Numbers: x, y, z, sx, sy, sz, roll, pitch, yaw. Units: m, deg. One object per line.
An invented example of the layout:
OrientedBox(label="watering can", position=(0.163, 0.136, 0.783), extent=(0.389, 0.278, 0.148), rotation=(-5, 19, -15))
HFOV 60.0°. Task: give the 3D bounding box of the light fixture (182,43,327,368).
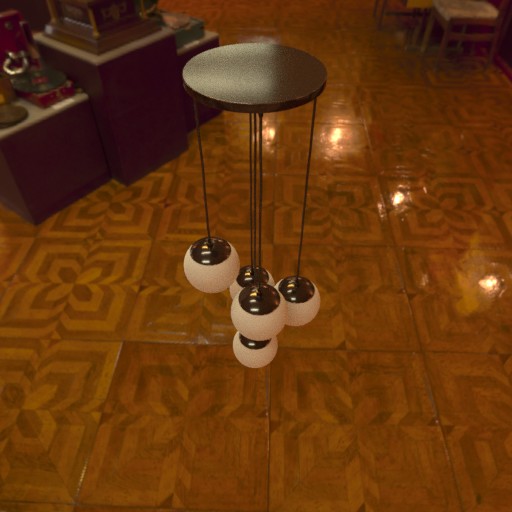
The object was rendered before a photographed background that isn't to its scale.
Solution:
OrientedBox(label="light fixture", position=(0.000, 0.000, 1.512), extent=(0.489, 1.271, 0.484), rotation=(3, 45, 3))
